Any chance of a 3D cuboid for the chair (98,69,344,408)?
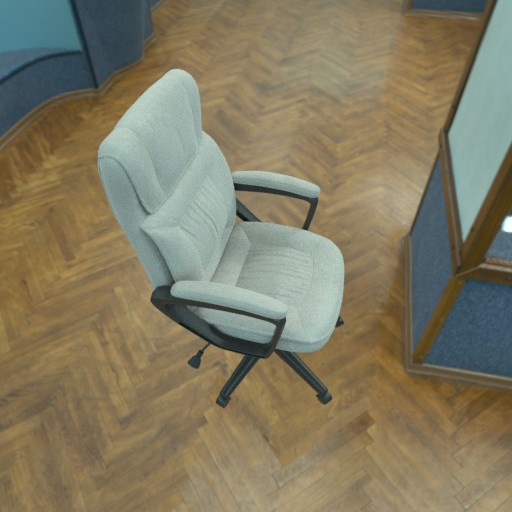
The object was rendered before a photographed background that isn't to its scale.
[{"bbox_3d":[0.000,0.000,1.557,0.724,1.105,0.667,11,47,10],"label":"chair"}]
